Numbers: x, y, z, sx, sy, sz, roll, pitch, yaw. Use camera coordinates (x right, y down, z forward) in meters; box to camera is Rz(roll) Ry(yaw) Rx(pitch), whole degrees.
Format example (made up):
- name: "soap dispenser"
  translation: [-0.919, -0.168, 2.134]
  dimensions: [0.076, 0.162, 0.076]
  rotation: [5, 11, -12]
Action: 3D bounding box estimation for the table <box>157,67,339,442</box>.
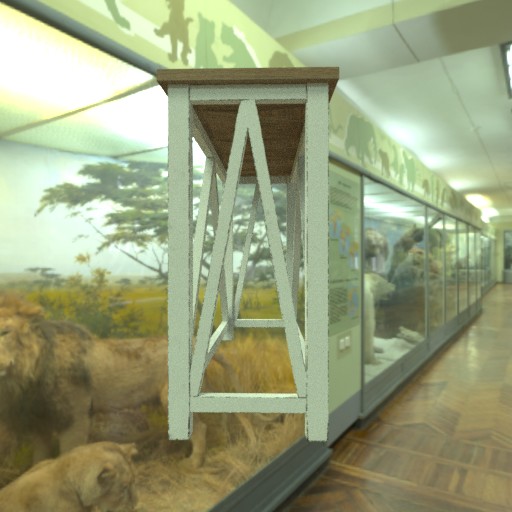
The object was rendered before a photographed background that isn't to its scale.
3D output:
- name: "table"
  translation: [0.000, 0.000, 1.790]
  dimensions: [0.450, 0.930, 1.400]
  rotation: [0, 0, 2]
